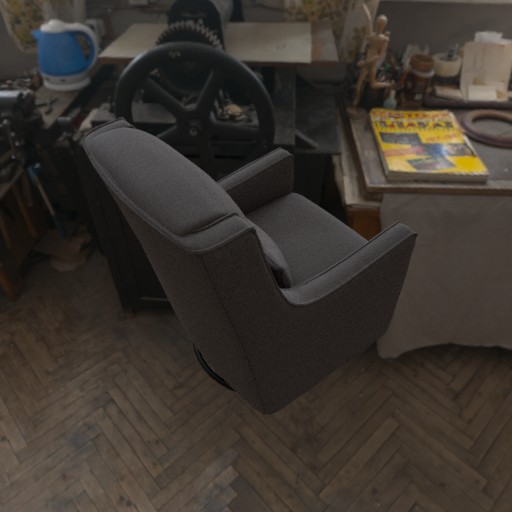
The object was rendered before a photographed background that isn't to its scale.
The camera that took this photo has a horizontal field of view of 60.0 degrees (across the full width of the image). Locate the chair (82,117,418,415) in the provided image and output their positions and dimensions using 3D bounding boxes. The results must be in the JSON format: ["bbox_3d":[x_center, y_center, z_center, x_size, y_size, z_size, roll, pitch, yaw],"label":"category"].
[{"bbox_3d":[0.000,0.000,1.600,0.879,0.993,0.732,-27,49,-26],"label":"chair"}]
